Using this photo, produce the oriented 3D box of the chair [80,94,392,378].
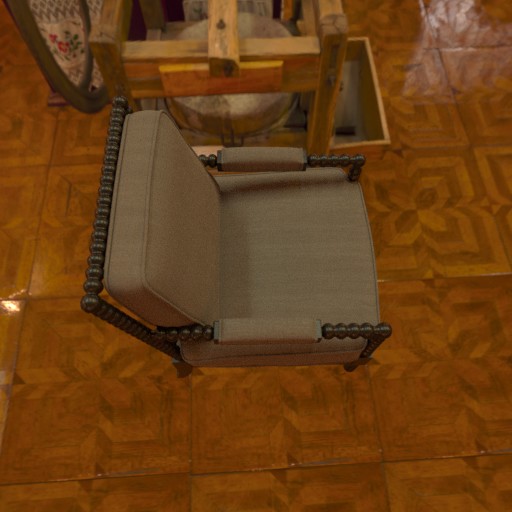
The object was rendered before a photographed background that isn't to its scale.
[{"bbox_3d":[0.000,0.000,1.154,0.622,0.661,0.540,-1,65,0],"label":"chair"}]
